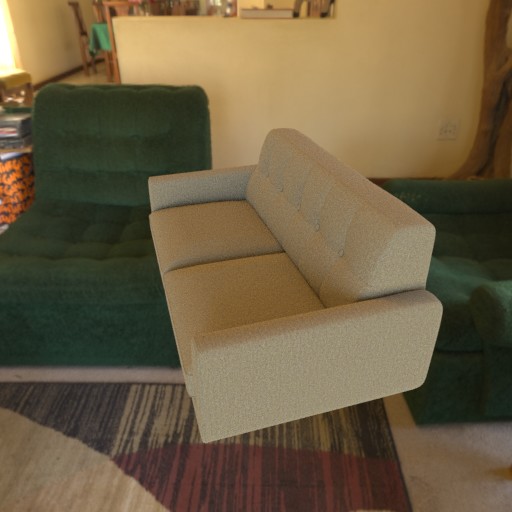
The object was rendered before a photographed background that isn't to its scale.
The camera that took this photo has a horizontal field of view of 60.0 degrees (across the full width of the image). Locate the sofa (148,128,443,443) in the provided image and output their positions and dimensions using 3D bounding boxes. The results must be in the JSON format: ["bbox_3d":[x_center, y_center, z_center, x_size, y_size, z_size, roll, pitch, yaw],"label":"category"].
[{"bbox_3d":[0.000,0.000,2.255,0.952,0.925,1.651,-9,32,-15],"label":"sofa"}]
